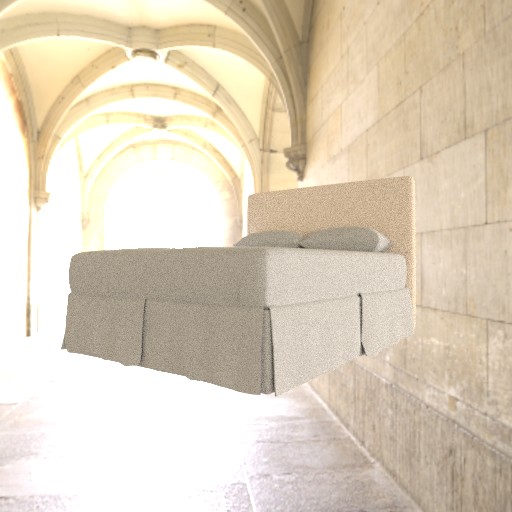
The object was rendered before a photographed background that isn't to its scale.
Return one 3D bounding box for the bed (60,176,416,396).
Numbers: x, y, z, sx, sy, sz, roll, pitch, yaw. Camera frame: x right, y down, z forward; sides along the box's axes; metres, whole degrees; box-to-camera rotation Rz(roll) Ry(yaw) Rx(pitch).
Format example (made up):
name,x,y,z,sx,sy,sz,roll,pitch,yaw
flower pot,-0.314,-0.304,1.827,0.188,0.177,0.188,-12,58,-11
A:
name,x,y,z,sx,sy,sz,roll,pitch,yaw
bed,0.000,0.000,3.283,1.748,1.330,2.142,-1,-1,37
